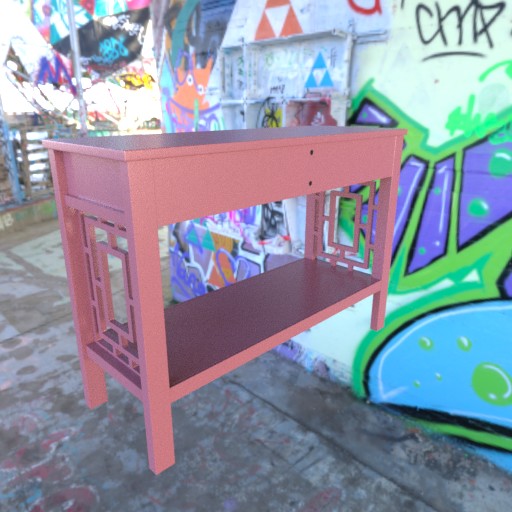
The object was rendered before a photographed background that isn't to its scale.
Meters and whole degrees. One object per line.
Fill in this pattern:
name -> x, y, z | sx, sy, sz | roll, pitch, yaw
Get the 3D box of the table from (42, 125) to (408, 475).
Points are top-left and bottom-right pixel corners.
table -> 0.000, 0.000, 1.407 | 0.397, 0.753, 1.068 | 18, 26, 42
